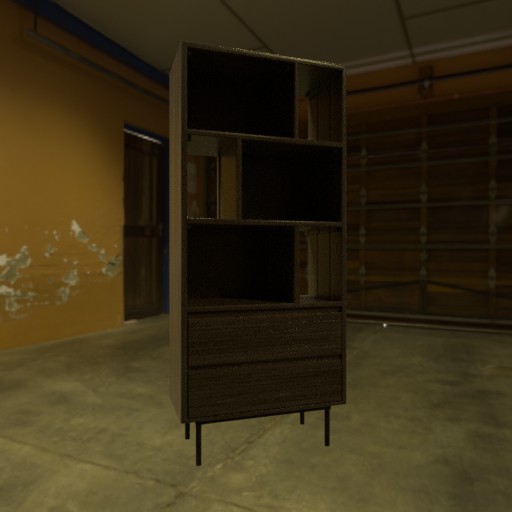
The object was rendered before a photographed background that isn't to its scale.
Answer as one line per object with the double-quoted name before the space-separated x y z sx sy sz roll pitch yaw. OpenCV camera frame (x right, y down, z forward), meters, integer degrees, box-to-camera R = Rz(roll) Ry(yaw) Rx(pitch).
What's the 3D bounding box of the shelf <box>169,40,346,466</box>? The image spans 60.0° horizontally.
"shelf" 0.000 0.000 1.840 0.670 1.545 0.323 0 0 -18
